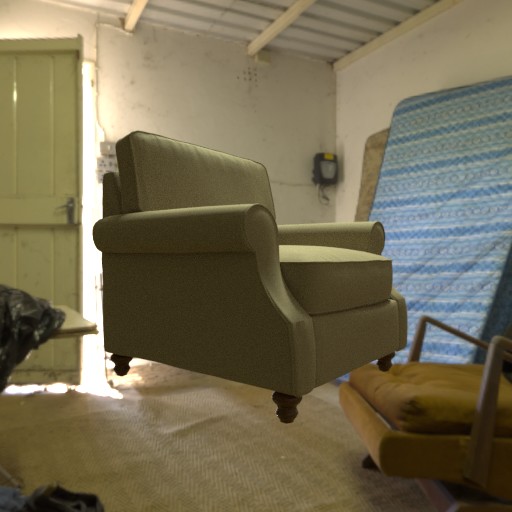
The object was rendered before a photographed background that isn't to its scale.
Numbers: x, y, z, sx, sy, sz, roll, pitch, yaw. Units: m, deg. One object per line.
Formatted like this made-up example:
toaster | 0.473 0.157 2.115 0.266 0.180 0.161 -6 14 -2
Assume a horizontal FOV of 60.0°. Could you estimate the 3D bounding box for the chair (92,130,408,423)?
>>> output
chair | 0.000 0.000 1.817 0.966 0.967 1.029 0 0 38
